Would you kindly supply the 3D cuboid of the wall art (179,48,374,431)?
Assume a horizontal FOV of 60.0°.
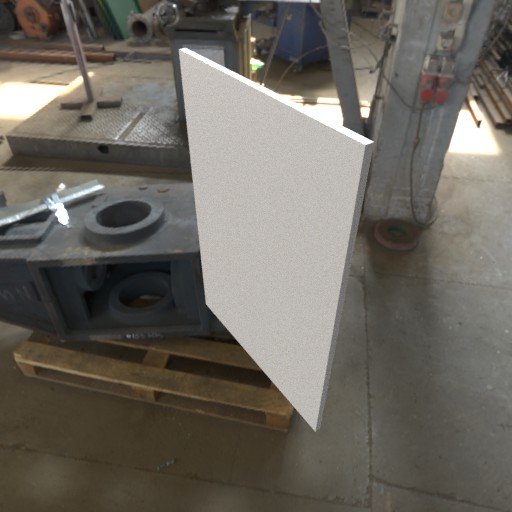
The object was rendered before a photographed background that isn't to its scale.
[{"bbox_3d":[0.000,0.000,0.623,0.010,0.474,0.325,-25,47,-26],"label":"wall art"}]
